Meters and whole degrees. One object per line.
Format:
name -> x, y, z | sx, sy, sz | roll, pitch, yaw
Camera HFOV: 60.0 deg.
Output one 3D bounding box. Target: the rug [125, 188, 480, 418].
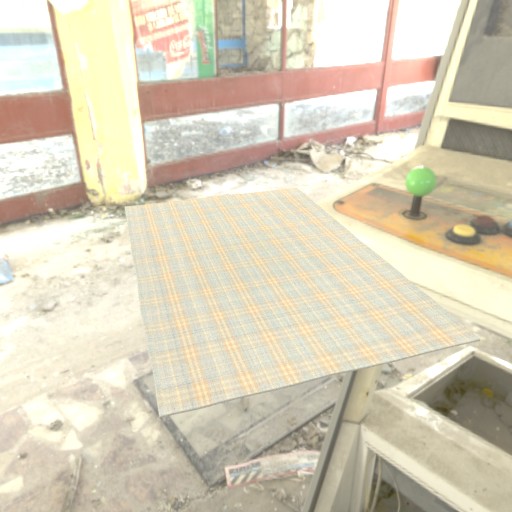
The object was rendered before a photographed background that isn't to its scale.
rug -> 0.000, 0.000, 2.304 | 1.231, 0.012, 1.835 | -9, 29, -16
